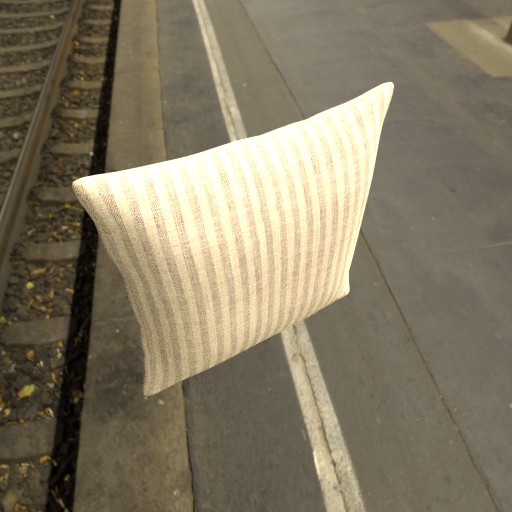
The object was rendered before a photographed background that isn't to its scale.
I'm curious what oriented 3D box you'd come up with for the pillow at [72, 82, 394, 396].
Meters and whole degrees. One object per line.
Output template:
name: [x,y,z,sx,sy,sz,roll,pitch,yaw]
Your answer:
pillow: [0.000,0.000,0.795,0.523,0.510,0.166,-24,50,-22]
